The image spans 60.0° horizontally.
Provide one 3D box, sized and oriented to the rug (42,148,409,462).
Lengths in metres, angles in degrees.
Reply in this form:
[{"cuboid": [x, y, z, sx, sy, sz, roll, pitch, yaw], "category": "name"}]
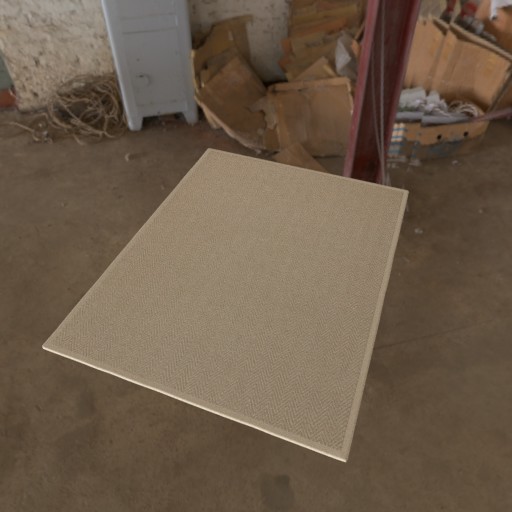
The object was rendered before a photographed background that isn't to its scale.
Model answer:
[{"cuboid": [0.000, 0.000, 4.133, 2.407, 0.020, 3.051, 15, 47, 14], "category": "rug"}]
